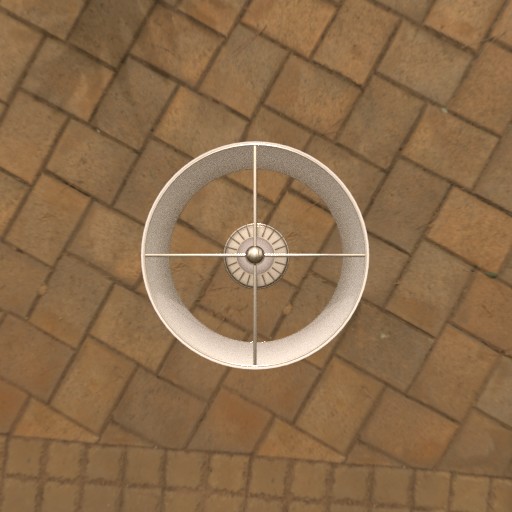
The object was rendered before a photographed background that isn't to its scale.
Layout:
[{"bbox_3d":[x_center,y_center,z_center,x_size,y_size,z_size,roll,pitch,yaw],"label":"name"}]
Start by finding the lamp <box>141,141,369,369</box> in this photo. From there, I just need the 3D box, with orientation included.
[{"bbox_3d":[0.000,0.000,0.805,0.303,0.618,0.303,0,90,0],"label":"lamp"}]
